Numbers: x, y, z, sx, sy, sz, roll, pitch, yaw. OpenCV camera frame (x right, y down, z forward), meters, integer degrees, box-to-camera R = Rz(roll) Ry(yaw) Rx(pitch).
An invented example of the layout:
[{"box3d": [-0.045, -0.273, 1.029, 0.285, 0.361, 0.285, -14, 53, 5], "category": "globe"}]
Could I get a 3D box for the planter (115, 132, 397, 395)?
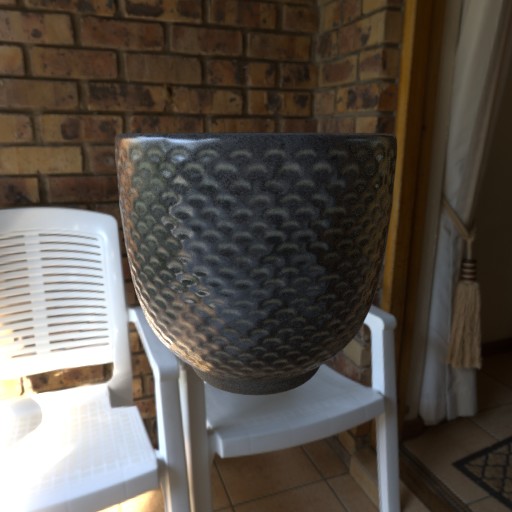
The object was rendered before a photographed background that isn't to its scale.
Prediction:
[{"box3d": [0.000, 0.000, 0.301, 0.172, 0.160, 0.172, 0, 15, 0], "category": "planter"}]
